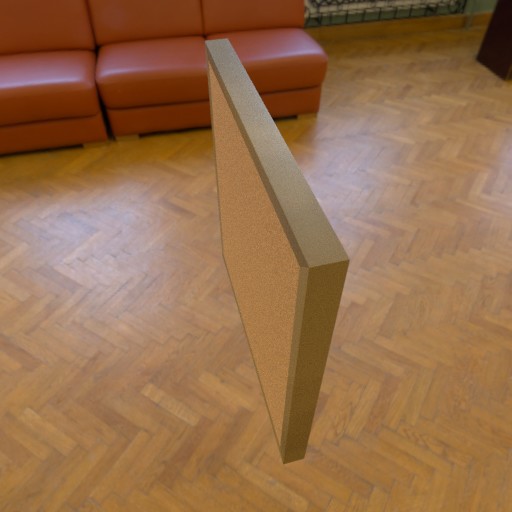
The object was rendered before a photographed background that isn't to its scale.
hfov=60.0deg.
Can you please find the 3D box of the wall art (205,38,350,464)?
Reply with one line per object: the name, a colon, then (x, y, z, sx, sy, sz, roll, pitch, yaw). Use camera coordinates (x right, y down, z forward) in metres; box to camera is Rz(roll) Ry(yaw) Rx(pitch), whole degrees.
wall art: (0.000, 0.000, 0.741, 0.038, 0.508, 0.507, -11, 48, -10)
